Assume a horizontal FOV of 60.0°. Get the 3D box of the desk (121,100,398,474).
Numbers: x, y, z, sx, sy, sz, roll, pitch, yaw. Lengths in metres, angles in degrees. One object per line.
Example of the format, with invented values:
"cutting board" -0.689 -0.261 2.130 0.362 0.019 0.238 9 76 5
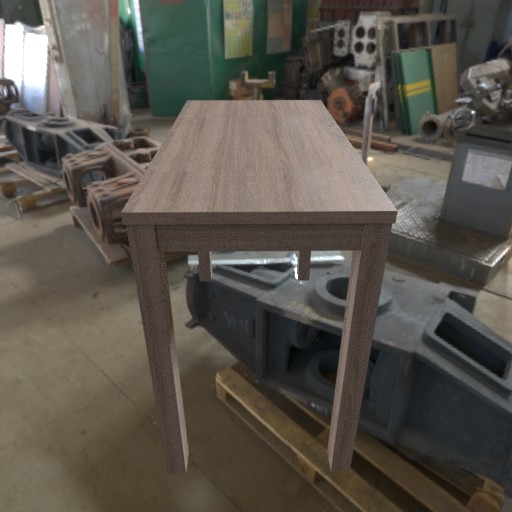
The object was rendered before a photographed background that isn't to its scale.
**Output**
"desk" 0.000 0.000 1.412 0.495 0.762 0.991 0 30 -1
